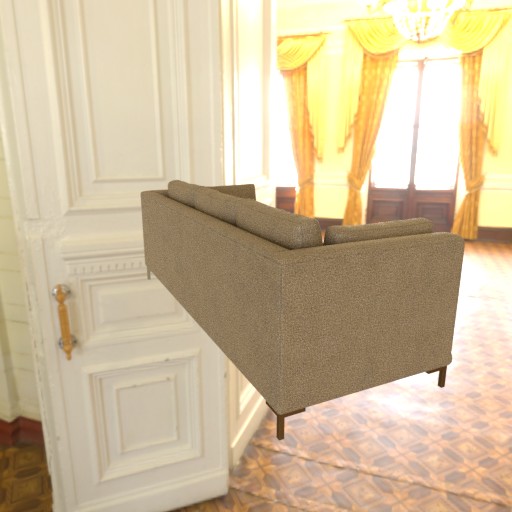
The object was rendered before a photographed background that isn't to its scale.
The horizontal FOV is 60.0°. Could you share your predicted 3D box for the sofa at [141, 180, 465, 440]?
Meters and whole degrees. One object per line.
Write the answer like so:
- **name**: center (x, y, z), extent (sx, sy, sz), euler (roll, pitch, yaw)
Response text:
- **sofa**: center (0.000, 0.000, 2.910), extent (0.969, 0.867, 2.415), euler (-7, 16, -25)
